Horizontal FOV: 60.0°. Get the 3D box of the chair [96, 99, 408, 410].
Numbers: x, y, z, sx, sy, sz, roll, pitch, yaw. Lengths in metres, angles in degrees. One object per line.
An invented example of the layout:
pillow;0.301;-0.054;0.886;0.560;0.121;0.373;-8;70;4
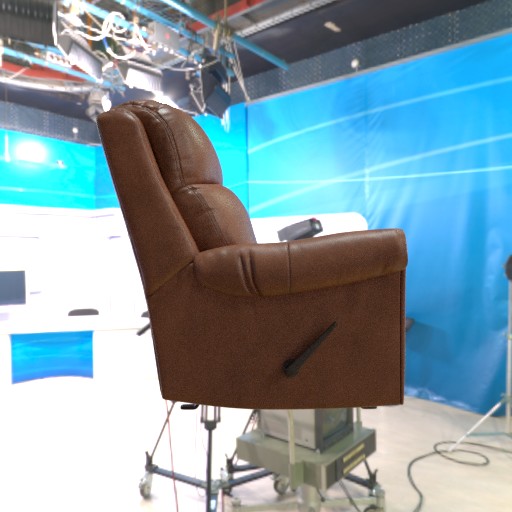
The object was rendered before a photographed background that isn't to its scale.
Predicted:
chair;0.000;0.000;1.742;1.014;1.054;0.838;0;1;-1
